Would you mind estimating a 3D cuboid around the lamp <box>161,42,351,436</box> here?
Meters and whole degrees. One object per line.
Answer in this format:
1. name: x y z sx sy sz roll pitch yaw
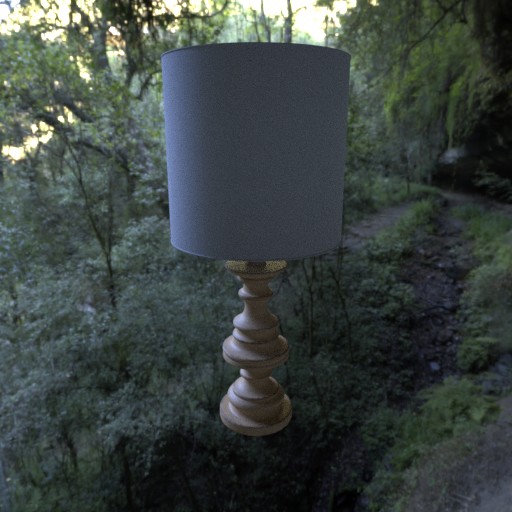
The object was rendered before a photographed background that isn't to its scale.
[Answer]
1. lamp: 0.000 0.000 0.557 0.208 0.455 0.208 -7 18 -24
